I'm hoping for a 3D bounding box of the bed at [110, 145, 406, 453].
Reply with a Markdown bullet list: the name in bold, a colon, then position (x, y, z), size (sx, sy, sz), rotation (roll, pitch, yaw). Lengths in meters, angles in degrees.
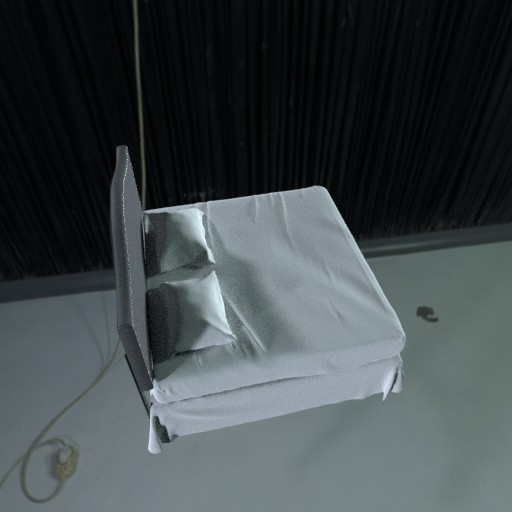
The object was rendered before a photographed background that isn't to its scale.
- **bed**: position (0.000, 0.000, 3.813), size (2.219, 1.651, 2.314), rotation (-9, 46, -9)
